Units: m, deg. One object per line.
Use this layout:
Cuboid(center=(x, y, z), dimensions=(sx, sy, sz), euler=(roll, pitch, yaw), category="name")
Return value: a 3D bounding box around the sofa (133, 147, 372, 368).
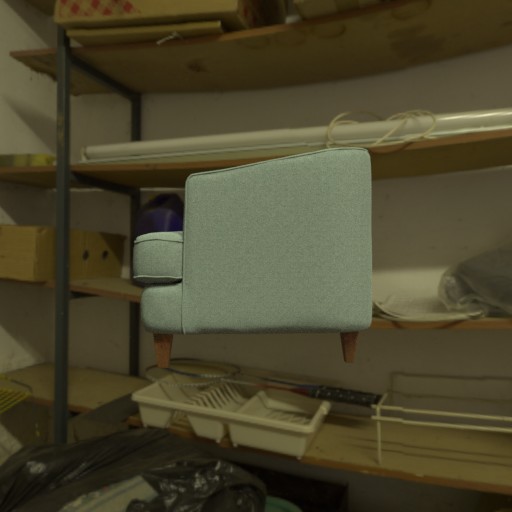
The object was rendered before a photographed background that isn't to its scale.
Cuboid(center=(0.000, 0.000, 2.700), dimensions=(0.941, 0.855, 2.278), euler=(0, -1, -1), category="sofa")
